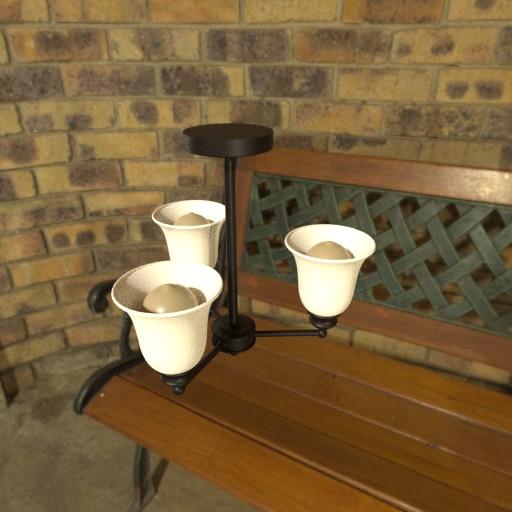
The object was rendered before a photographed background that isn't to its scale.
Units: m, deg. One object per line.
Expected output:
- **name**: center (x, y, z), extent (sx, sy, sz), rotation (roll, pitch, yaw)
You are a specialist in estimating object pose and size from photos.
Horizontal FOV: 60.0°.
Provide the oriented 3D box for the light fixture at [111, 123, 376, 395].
- **light fixture**: center (0.000, 0.000, 0.669), extent (0.354, 0.370, 0.388), rotation (-1, 26, -1)
